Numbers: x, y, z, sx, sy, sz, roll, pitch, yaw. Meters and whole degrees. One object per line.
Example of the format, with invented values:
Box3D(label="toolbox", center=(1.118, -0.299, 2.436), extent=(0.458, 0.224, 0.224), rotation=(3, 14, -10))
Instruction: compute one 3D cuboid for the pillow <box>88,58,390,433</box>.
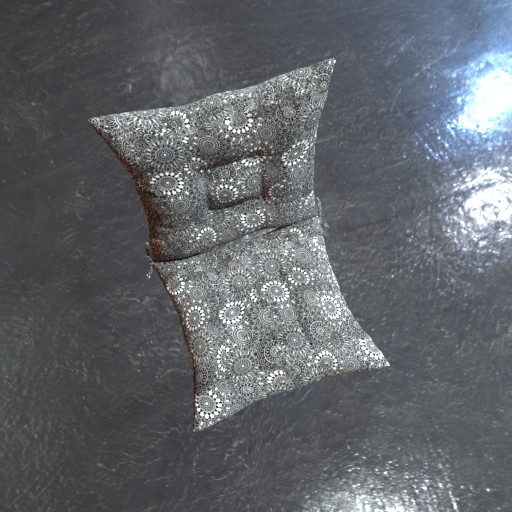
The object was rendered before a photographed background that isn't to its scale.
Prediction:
Box3D(label="pillow", center=(0.000, 0.000, 0.994), extent=(0.541, 0.536, 0.585), rotation=(-17, 65, -8))
